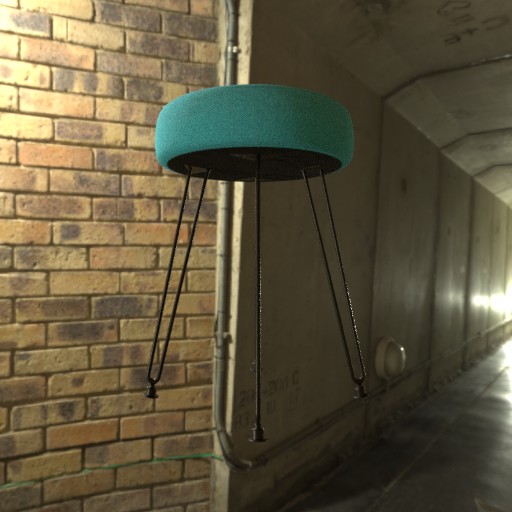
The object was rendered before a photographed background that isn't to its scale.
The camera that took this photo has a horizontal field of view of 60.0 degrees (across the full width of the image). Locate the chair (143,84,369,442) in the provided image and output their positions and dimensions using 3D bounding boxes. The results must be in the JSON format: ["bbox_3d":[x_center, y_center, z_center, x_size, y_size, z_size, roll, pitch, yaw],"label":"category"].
[{"bbox_3d":[0.000,0.000,0.686,0.350,0.440,0.350,0,0,0],"label":"chair"}]
